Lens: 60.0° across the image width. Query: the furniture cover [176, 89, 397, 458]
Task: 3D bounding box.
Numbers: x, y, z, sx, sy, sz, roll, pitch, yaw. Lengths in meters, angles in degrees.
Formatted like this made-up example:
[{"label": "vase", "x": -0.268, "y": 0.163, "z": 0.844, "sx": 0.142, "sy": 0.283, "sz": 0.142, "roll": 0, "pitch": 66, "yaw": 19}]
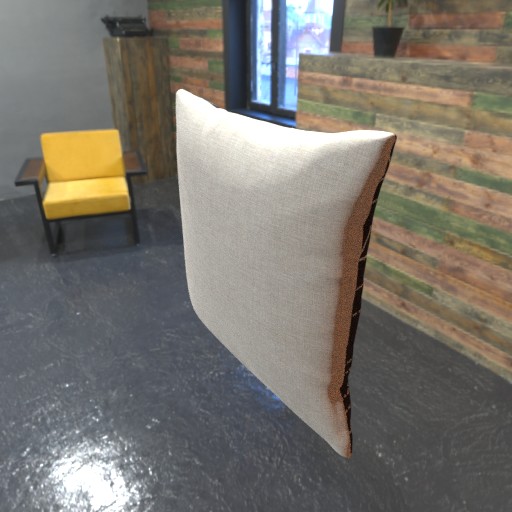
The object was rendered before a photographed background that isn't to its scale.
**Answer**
[{"label": "furniture cover", "x": 0.000, "y": 0.000, "z": 0.776, "sx": 0.158, "sy": 0.508, "sz": 0.517, "roll": -18, "pitch": 32, "yaw": -31}]
